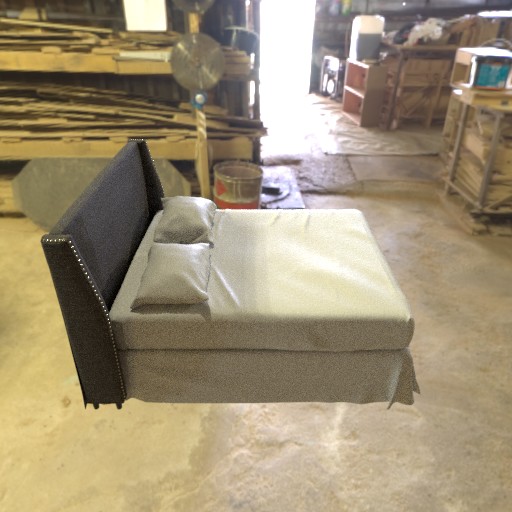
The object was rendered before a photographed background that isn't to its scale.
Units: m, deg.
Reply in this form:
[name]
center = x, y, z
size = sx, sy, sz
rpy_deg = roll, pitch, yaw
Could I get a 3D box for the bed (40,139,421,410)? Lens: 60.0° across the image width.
[bed]
center = 0.000, 0.000, 3.441
size = 2.276, 1.332, 1.925
rpy_deg = 0, 30, 0
